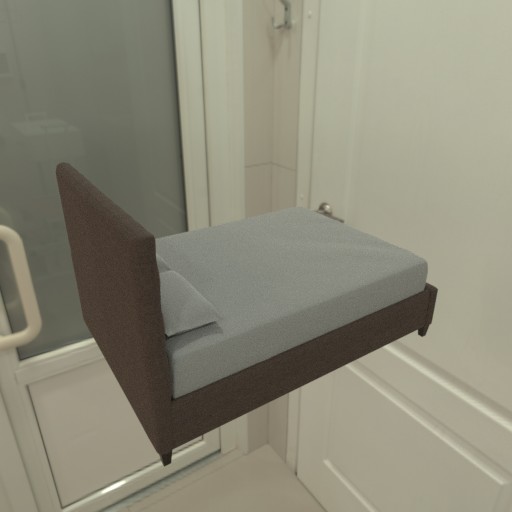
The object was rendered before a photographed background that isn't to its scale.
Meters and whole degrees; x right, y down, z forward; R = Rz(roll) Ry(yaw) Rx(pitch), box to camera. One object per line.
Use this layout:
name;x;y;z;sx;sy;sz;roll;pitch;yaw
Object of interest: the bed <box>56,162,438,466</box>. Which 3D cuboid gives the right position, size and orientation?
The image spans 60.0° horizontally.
bed;0.000;0.000;3.432;2.387;1.427;1.698;-16;29;-30
